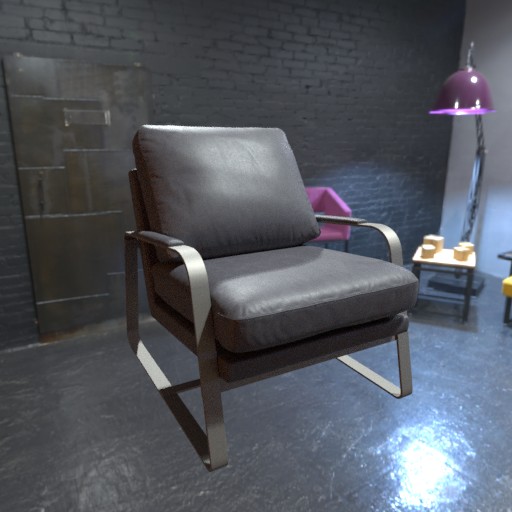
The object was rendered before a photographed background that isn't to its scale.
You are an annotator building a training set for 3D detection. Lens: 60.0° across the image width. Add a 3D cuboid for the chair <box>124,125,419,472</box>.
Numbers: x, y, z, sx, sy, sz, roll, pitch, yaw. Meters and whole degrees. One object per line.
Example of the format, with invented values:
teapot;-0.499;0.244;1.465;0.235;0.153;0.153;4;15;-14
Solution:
chair;0.000;0.000;1.467;0.692;0.839;0.878;-8;17;-28
